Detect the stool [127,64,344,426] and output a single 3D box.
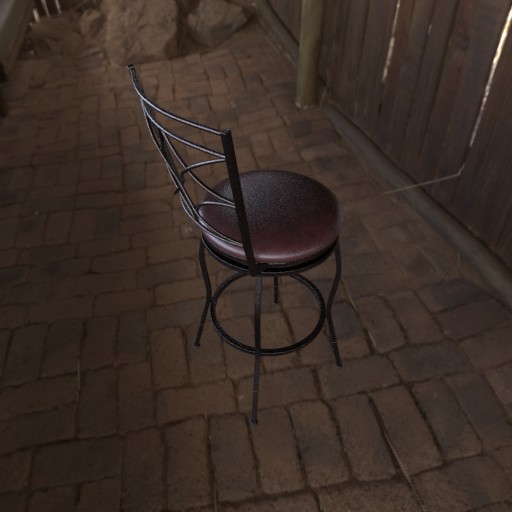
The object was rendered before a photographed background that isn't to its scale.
[{"bbox_3d":[0.000,0.000,1.378,0.534,1.117,0.434,-25,47,-26],"label":"stool"}]
